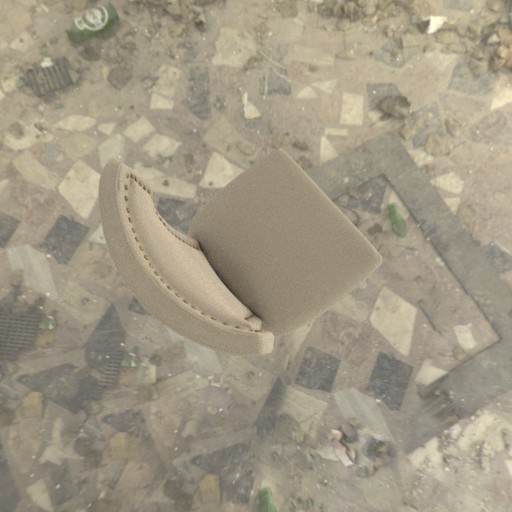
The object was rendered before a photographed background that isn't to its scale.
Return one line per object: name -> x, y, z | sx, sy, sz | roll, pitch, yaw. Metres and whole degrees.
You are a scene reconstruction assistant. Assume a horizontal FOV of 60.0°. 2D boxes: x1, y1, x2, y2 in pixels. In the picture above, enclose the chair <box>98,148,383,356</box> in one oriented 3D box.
chair -> 0.000, 0.000, 1.348 | 0.630, 0.950, 0.526 | -38, 78, -10
